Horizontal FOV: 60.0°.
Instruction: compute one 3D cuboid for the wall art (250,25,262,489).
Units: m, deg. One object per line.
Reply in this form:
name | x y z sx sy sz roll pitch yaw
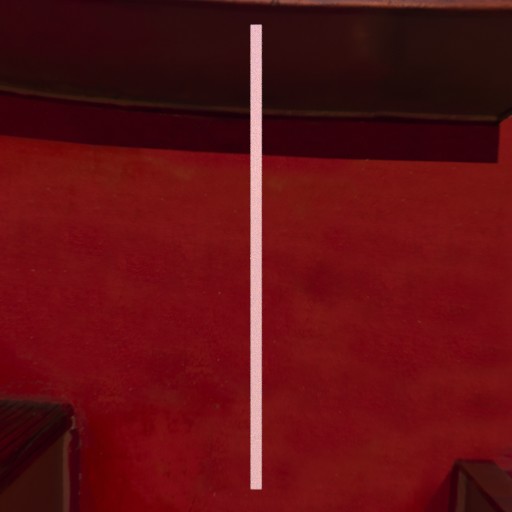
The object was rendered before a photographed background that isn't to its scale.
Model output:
wall art | 0.000 0.000 0.833 0.015 0.577 0.572 0 91 0
